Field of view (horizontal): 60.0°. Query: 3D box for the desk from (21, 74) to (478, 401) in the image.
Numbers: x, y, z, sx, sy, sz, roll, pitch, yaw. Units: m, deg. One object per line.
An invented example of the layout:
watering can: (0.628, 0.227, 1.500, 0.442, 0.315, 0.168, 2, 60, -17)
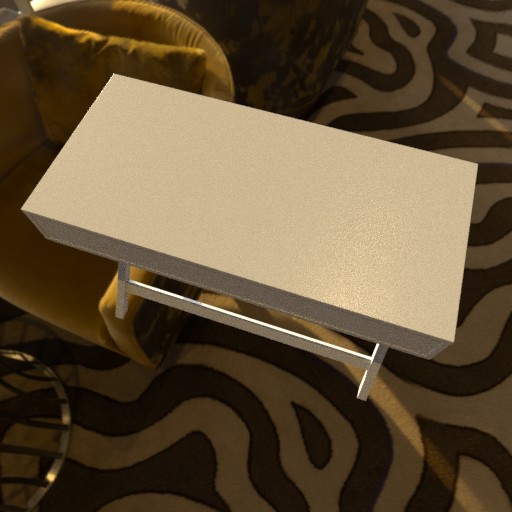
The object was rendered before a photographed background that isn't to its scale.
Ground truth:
desk: (0.000, 0.000, 1.474, 1.059, 0.780, 0.509, 17, 64, 8)
